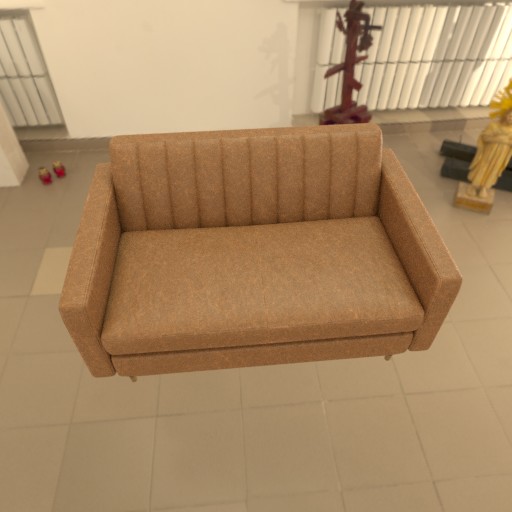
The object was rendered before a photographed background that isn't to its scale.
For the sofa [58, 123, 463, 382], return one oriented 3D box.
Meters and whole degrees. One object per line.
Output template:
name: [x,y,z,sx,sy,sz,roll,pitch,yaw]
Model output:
sofa: [0.000,0.000,2.115,1.549,0.820,0.960,-4,46,-4]
